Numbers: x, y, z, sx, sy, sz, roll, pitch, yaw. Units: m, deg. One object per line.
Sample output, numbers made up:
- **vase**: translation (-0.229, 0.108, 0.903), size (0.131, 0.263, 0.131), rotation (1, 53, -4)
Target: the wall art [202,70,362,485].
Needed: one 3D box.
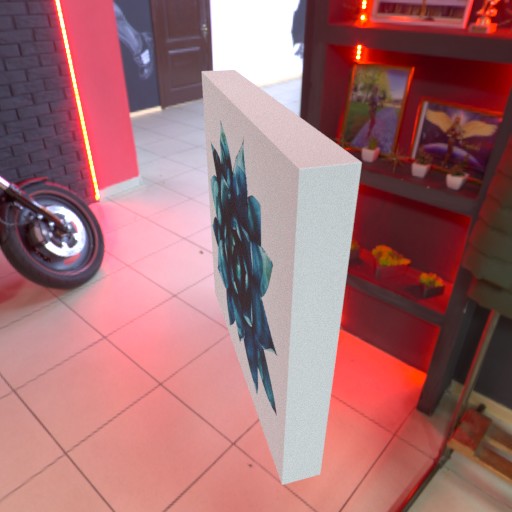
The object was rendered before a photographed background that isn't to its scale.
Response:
- **wall art**: translation (0.000, 0.000, 0.452), size (0.038, 0.305, 0.305), rotation (-9, 33, -14)
